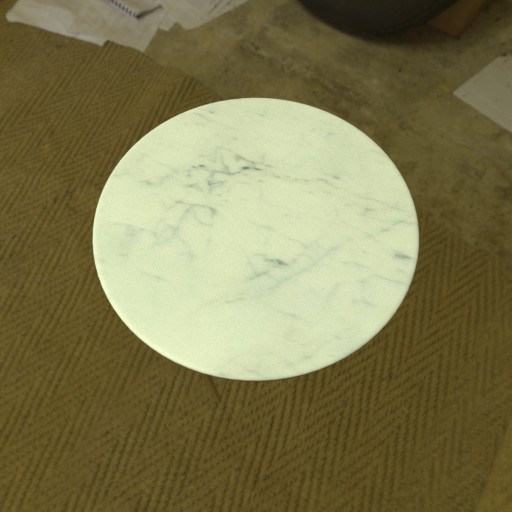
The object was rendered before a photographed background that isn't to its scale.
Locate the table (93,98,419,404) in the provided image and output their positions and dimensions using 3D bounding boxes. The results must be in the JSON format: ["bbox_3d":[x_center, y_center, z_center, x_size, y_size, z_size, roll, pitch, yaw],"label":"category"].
[{"bbox_3d":[0.000,0.000,1.297,0.800,0.450,0.800,0,63,0],"label":"table"}]
